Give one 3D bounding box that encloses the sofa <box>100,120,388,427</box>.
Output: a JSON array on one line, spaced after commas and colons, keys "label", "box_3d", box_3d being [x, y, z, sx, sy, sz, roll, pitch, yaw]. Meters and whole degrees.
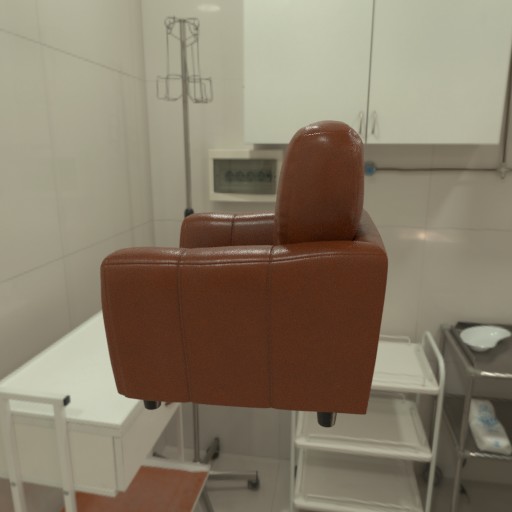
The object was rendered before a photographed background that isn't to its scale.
[{"label": "sofa", "box_3d": [0.000, 0.000, 1.534, 0.789, 0.876, 0.836, 2, 14, 9]}]
